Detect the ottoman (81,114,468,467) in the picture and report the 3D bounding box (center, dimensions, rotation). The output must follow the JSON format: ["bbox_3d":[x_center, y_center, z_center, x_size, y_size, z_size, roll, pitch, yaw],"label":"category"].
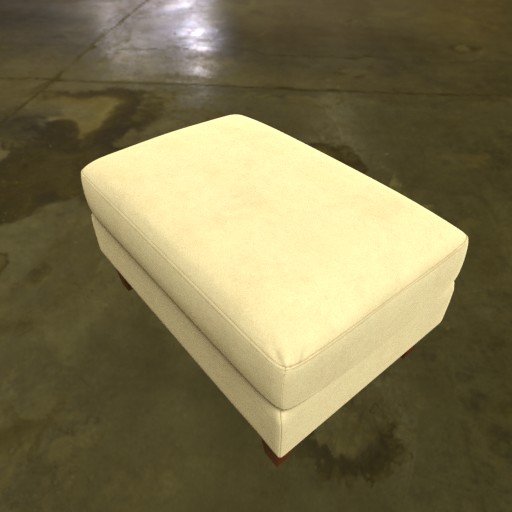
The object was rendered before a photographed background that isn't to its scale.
[{"bbox_3d":[0.000,0.000,1.200,0.584,0.483,0.864,-28,48,-29],"label":"ottoman"}]
